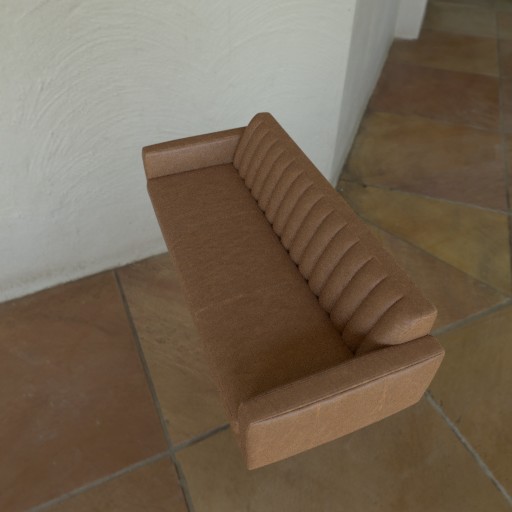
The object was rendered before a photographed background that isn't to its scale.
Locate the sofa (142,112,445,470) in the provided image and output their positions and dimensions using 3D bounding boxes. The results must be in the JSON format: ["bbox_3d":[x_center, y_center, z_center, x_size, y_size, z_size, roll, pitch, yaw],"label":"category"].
[{"bbox_3d":[0.000,0.000,2.765,0.990,0.821,2.291,-15,47,-15],"label":"sofa"}]
